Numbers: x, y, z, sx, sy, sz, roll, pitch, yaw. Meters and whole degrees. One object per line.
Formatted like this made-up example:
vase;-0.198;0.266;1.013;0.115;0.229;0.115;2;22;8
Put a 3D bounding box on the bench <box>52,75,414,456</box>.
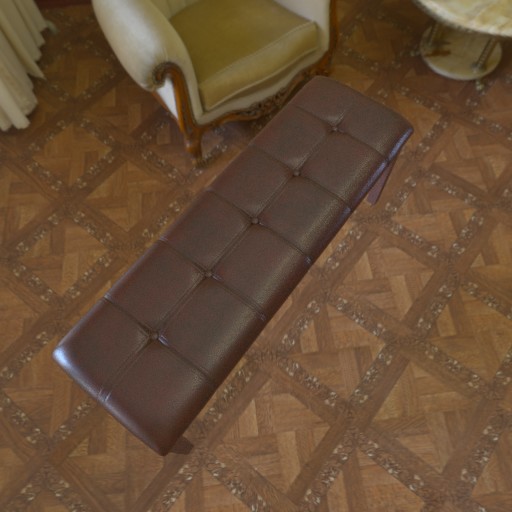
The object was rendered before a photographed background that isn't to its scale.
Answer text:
bench;0.000;0.000;1.478;0.401;0.491;1.259;34;69;15
